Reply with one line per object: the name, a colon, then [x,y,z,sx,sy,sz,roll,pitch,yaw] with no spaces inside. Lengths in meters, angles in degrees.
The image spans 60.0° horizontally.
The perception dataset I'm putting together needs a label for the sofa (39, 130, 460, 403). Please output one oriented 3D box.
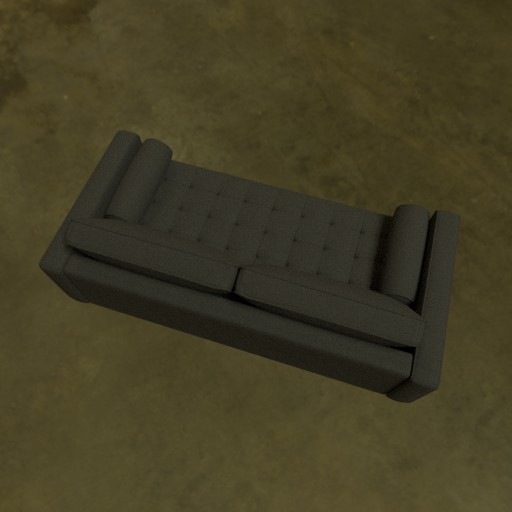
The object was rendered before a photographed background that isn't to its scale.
sofa: [0.000,0.000,2.310,1.875,0.759,0.914,16,64,8]
